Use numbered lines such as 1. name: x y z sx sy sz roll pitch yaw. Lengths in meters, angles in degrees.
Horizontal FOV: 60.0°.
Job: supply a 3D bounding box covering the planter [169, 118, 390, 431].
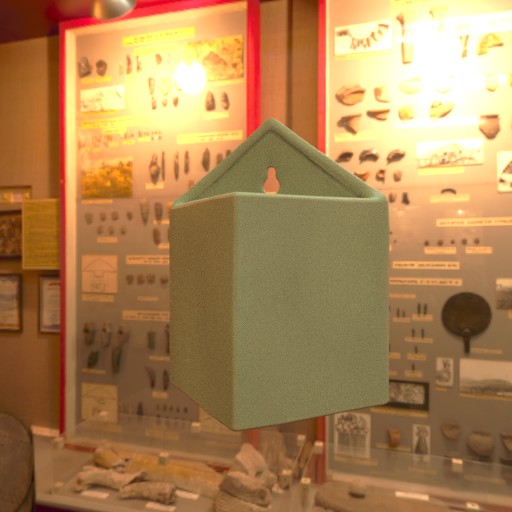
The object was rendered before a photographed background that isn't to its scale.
1. planter: 0.000 0.000 0.286 0.164 0.197 0.079 0 1 18
